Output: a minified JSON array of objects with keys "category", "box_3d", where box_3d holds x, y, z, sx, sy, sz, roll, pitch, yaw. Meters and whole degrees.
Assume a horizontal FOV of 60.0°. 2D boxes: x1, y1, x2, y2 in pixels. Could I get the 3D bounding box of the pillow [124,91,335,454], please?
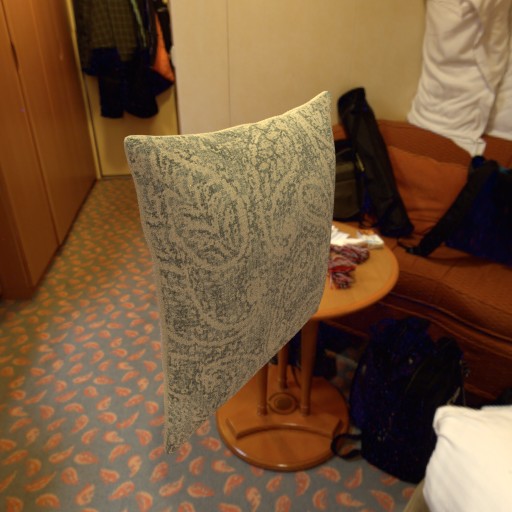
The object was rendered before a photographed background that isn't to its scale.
[{"category":"pillow","box_3d":[0.000,0.000,0.796,0.166,0.510,0.523,17,32,30]}]
